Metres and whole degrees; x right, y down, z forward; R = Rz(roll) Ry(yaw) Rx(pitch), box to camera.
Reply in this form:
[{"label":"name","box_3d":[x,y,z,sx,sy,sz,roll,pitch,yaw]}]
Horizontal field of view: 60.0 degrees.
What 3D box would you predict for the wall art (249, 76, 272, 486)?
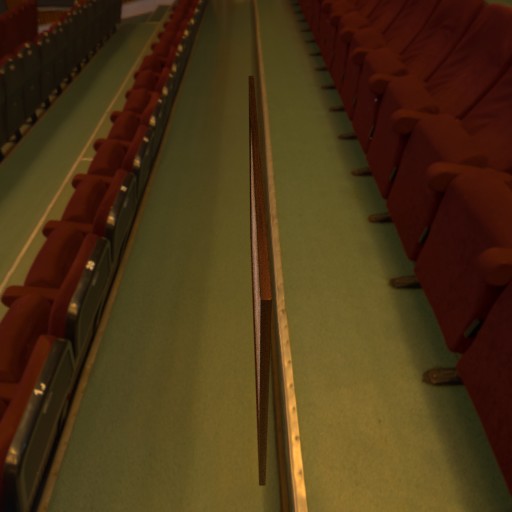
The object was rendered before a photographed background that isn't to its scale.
[{"label":"wall art","box_3d":[0.000,0.000,1.049,0.014,0.559,0.816,-1,41,-1]}]
